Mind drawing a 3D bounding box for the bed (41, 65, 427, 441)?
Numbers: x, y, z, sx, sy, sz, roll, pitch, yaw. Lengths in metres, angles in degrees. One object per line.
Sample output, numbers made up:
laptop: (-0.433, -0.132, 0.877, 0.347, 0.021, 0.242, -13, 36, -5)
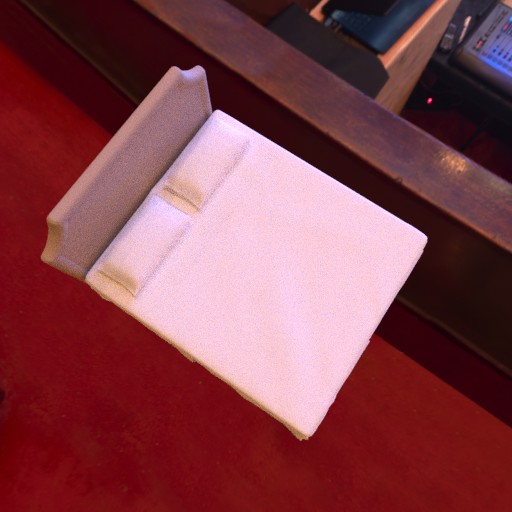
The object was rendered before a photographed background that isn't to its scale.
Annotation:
bed: (0.000, 0.000, 4.104, 2.773, 1.590, 2.350, 33, 78, 8)
